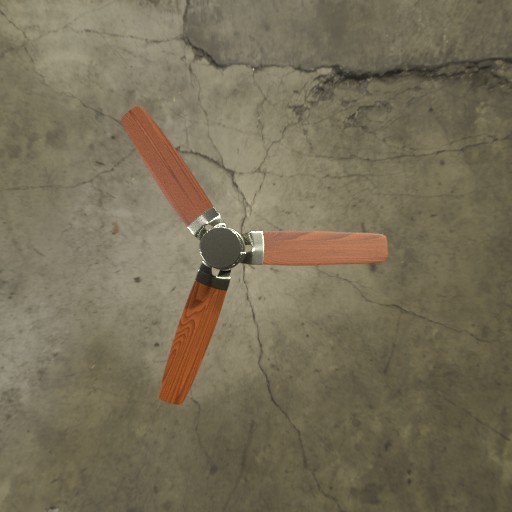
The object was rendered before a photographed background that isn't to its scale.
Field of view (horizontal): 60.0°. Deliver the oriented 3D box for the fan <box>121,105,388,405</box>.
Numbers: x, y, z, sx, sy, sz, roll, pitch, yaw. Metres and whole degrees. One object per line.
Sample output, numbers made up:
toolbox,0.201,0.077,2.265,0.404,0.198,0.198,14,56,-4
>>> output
fan,0.000,0.000,2.028,1.271,0.410,1.416,0,90,-2
